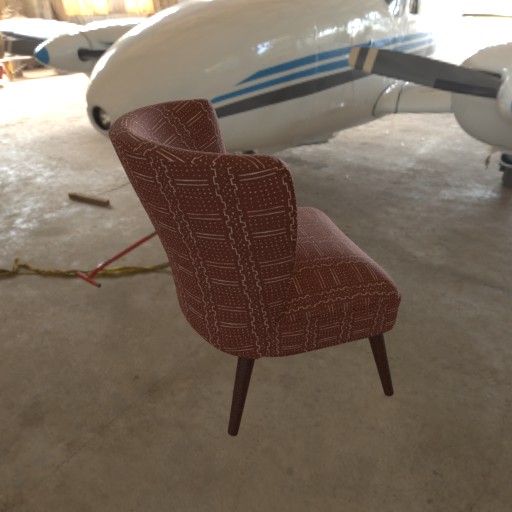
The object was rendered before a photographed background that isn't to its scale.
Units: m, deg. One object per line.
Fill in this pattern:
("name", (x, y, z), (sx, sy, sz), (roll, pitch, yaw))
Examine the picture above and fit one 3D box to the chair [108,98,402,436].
("chair", (0.000, 0.000, 1.391), (0.758, 0.866, 0.706), (-10, 32, -16))
